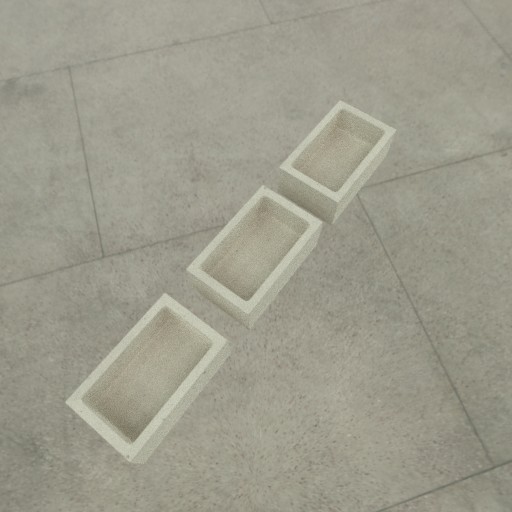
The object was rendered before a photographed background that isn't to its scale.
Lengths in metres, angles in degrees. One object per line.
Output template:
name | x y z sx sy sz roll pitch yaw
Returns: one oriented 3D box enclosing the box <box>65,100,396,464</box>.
box | 0.000 0.000 0.491 0.082 0.051 0.461 34 68 16
